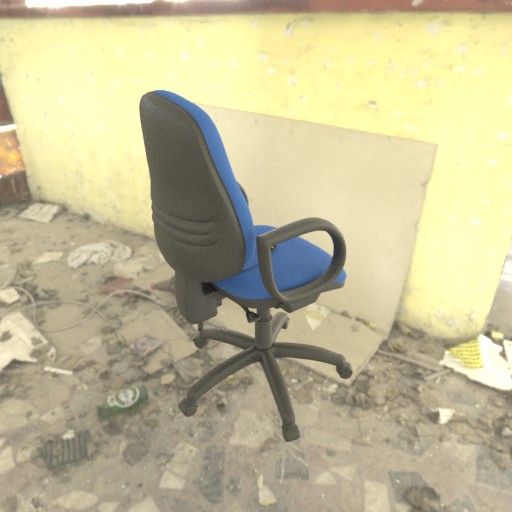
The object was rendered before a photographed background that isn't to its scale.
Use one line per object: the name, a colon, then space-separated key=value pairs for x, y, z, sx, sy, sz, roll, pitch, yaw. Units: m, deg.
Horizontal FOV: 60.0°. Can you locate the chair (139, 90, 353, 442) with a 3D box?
chair: x=0.000 y=0.000 z=1.243 sx=0.549 sy=0.905 sz=0.552 roll=-19 pitch=33 yaw=-31
